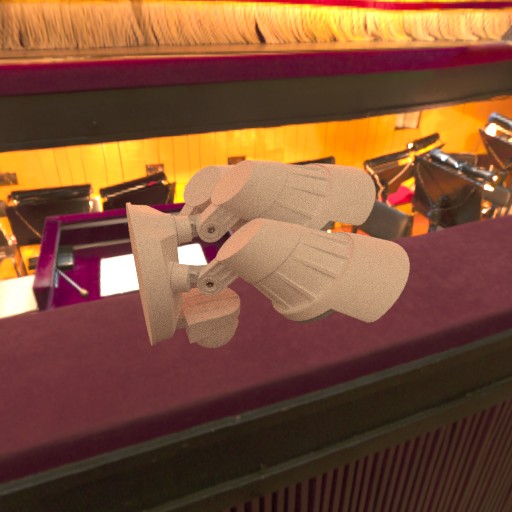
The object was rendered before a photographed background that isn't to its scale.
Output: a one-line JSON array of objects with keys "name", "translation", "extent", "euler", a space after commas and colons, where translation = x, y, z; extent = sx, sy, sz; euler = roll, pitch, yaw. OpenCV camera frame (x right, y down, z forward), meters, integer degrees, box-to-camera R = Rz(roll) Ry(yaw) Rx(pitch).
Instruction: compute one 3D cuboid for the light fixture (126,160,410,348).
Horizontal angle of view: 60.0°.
[{"name": "light fixture", "translation": [0.000, 0.000, 0.537], "extent": [0.278, 0.237, 0.369], "euler": [-10, 32, -17]}]
